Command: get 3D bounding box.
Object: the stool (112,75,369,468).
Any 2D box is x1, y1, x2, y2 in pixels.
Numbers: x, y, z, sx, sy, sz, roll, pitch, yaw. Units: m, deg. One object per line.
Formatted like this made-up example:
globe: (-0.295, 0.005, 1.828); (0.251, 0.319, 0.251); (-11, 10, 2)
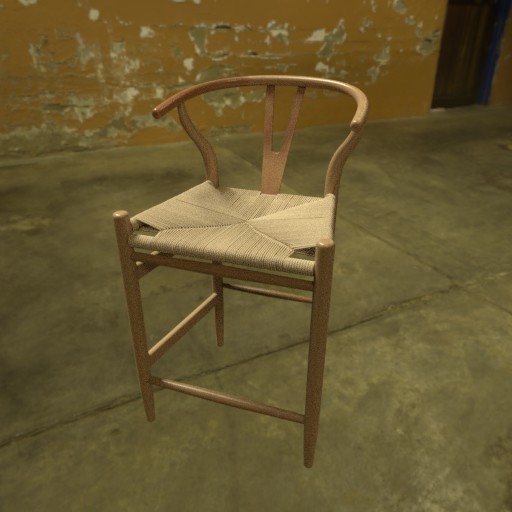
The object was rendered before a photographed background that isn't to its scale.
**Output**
stool: (0.000, 0.000, 1.277); (0.536, 0.923, 0.575); (9, 28, 17)
